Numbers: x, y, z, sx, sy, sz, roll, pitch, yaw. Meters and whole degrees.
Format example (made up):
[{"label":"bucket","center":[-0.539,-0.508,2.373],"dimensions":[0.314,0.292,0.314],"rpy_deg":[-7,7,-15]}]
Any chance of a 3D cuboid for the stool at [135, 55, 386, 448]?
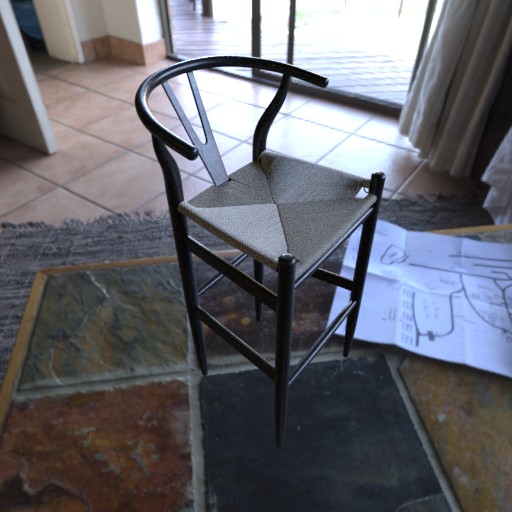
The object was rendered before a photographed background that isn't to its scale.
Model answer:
[{"label":"stool","center":[0.000,0.000,1.412],"dimensions":[0.579,1.072,0.569],"rpy_deg":[26,47,28]}]
